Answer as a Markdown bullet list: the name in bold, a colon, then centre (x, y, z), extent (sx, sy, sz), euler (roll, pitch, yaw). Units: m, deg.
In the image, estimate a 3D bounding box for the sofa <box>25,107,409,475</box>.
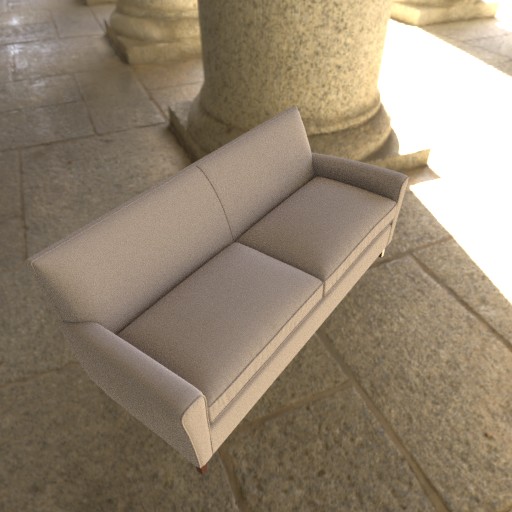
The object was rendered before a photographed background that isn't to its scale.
- **sofa**: centre (0.000, 0.000, 2.400), extent (0.875, 0.846, 2.000), euler (26, 47, 27)
